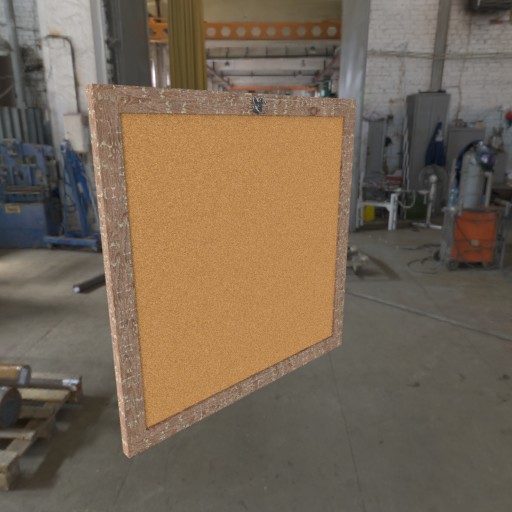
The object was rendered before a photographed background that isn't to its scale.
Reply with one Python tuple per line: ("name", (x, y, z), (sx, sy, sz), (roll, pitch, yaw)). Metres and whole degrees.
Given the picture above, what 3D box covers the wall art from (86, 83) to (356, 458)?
("wall art", (0.000, 0.000, 0.552), (0.380, 0.380, 0.022), (-15, 22, -41))
